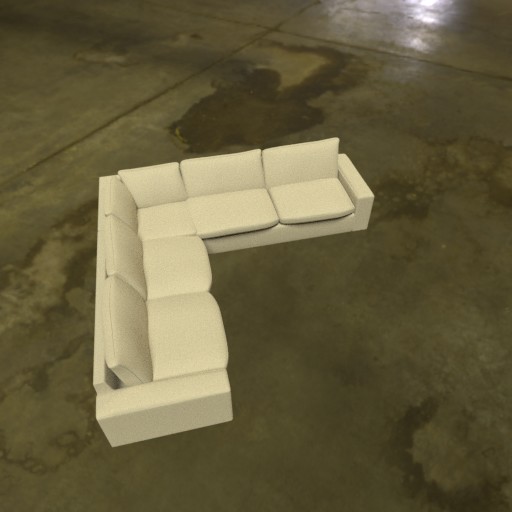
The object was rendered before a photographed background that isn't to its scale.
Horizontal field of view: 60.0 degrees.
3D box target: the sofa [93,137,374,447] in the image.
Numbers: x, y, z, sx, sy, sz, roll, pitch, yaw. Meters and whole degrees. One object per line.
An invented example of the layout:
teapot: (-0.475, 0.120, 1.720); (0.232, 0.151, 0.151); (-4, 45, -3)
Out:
sofa: (0.000, 0.000, 4.741); (3.206, 0.918, 3.066); (-9, 46, -9)
